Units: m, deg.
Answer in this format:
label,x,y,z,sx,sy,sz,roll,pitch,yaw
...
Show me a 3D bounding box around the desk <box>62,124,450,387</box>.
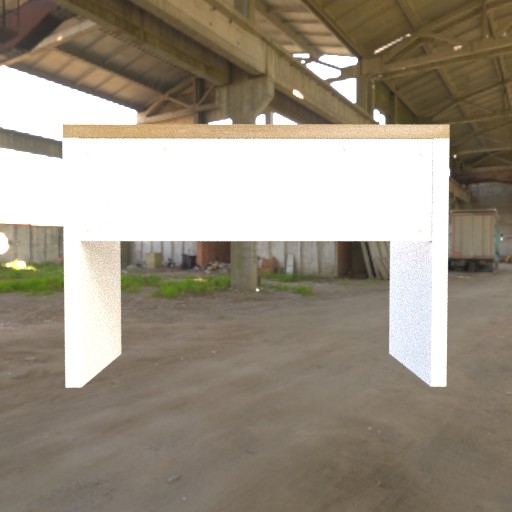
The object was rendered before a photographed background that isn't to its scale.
label,x,y,z,sx,sy,sz,roll,pitch,yaw
desk,0.000,0.000,1.464,1.100,0.760,0.390,0,2,0
